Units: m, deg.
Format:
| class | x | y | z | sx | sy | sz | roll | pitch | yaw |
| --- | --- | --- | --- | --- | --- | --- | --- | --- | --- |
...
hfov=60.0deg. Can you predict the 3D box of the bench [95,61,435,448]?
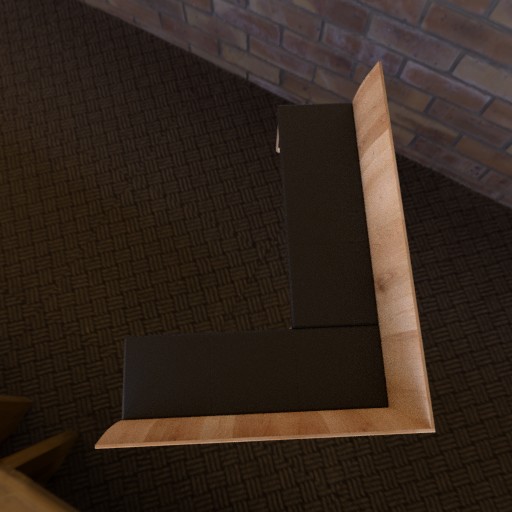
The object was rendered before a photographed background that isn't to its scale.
| class | x | y | z | sx | sy | sz | roll | pitch | yaw |
| --- | --- | --- | --- | --- | --- | --- | --- | --- | --- |
| bench | 0.000 | 0.000 | 2.656 | 1.495 | 0.930 | 1.945 | -2 | 74 | -1 |
